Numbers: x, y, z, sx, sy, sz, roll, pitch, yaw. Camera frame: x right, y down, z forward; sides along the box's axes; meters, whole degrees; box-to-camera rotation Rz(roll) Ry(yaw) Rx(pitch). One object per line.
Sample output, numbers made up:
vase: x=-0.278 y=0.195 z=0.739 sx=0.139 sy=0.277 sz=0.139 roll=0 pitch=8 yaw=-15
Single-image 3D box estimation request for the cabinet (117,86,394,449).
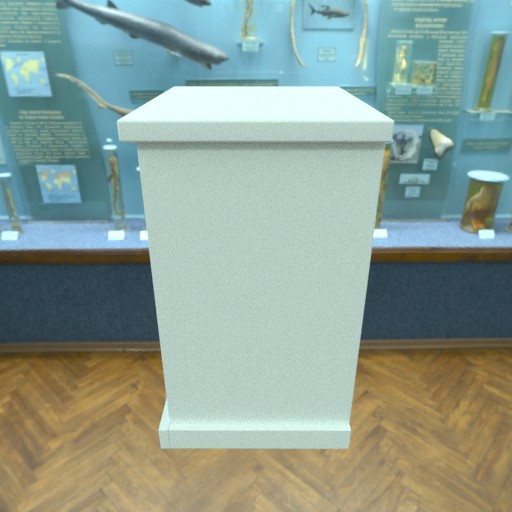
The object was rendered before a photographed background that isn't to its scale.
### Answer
cabinet: x=0.000 y=0.000 z=1.075 sx=0.431 sy=0.723 sz=0.520 roll=0 pitch=26 yaw=0
